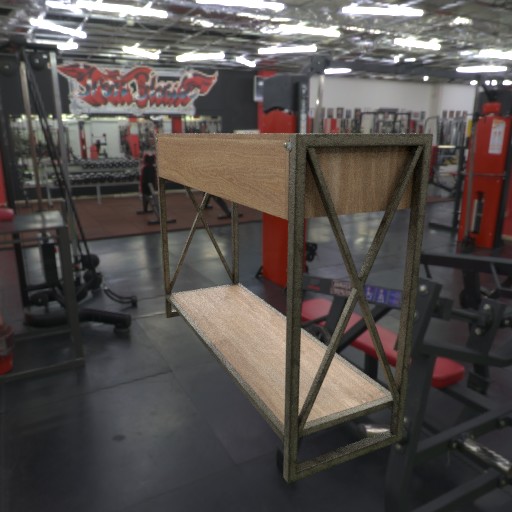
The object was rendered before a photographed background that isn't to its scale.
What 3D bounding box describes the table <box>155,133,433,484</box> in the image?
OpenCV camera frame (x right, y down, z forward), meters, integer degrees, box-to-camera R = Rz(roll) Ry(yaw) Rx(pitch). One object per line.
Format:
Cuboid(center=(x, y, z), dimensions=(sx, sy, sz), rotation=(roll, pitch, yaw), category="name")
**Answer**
Cuboid(center=(0.000, 0.000, 1.432), dimensions=(0.361, 0.763, 1.059), rotation=(-7, 17, -25), category="table")
